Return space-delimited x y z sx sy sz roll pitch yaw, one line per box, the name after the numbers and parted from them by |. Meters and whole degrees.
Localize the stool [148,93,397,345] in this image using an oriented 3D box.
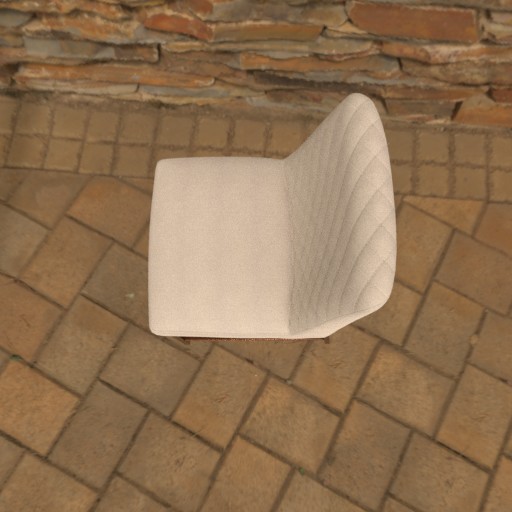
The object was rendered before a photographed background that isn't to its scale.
0.000 0.000 1.330 0.576 0.973 0.507 0 75 0 | stool
